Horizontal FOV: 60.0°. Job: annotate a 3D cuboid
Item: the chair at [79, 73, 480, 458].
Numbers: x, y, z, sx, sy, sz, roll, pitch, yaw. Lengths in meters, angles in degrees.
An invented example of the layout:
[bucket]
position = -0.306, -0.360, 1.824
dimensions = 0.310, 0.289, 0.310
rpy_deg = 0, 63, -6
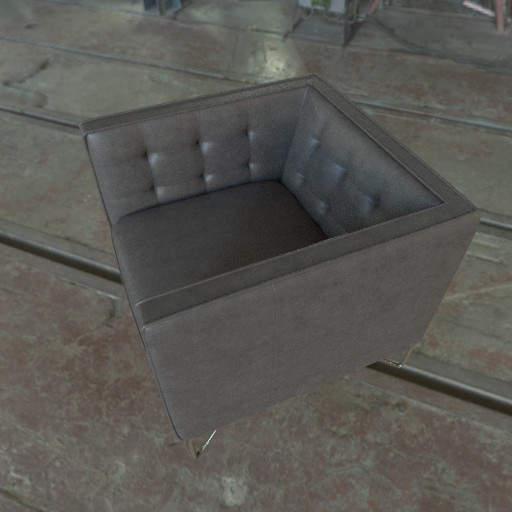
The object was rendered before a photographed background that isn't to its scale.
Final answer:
[chair]
position = 0.000, 0.000, 1.526
dimensions = 0.894, 0.790, 0.880
rpy_deg = -18, 49, -16
